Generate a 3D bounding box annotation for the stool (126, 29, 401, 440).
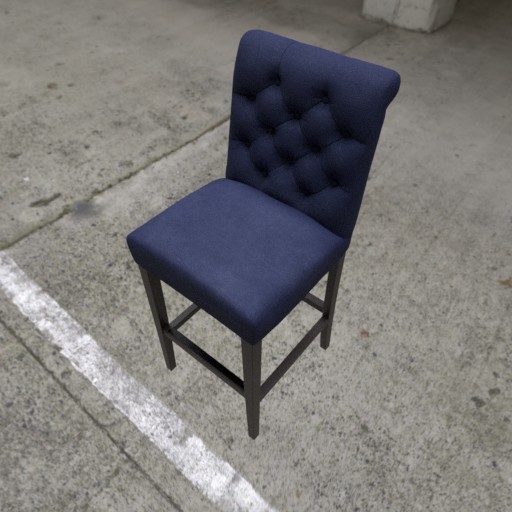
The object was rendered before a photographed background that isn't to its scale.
[{"bbox_3d":[0.000,0.000,1.416,0.493,1.140,0.601,31,54,26],"label":"stool"}]
